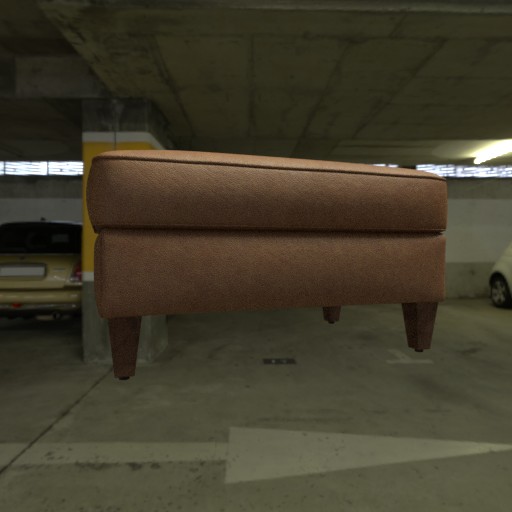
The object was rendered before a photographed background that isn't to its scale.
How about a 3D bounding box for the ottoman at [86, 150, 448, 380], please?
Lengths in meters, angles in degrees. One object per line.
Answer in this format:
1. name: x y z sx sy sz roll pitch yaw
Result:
1. ottoman: 0.000 0.000 1.218 0.864 0.483 0.584 0 1 -19
